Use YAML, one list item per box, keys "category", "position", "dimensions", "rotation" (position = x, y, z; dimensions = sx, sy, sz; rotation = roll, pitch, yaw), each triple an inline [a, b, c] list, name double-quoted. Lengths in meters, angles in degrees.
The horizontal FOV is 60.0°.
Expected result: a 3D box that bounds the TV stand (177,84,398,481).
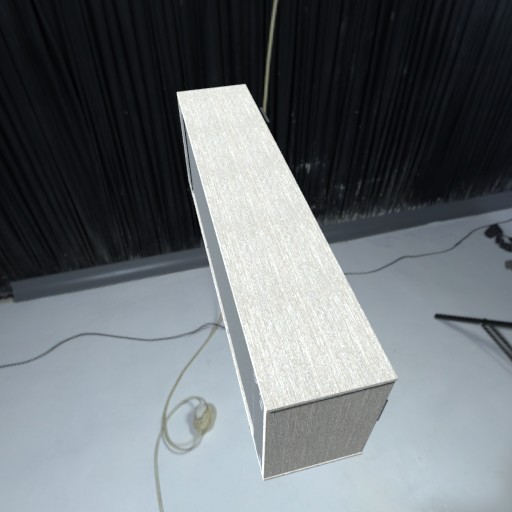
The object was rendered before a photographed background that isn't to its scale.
- category: "TV stand"
  position: [0.000, 0.000, 2.067]
  dimensions: [0.405, 0.787, 1.804]
  rotation: [-10, 47, -10]
